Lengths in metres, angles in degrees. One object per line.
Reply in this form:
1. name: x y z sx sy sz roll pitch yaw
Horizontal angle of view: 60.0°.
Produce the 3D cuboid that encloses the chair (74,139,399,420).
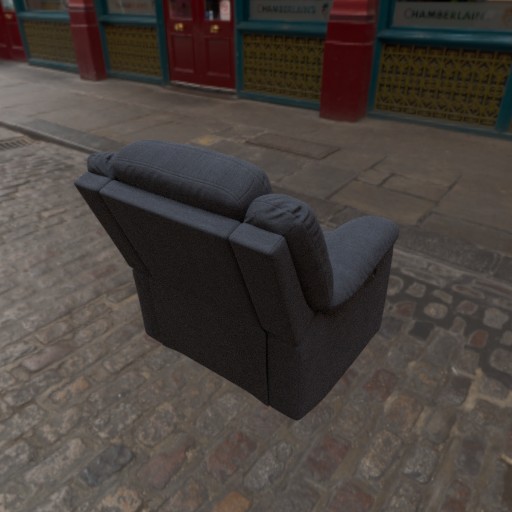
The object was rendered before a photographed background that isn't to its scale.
1. chair: 0.000 0.000 1.741 0.899 1.008 0.944 20 36 31
